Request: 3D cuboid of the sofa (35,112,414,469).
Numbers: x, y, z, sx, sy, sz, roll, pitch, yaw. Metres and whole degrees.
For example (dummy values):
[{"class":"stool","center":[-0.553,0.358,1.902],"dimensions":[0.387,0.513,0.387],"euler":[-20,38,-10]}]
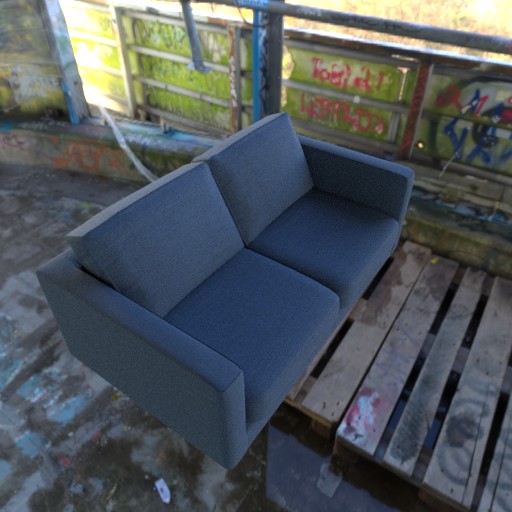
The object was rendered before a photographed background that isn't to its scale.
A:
[{"class":"sofa","center":[0.000,0.000,2.222],"dimensions":[0.999,0.907,1.659],"euler":[25,46,26]}]
